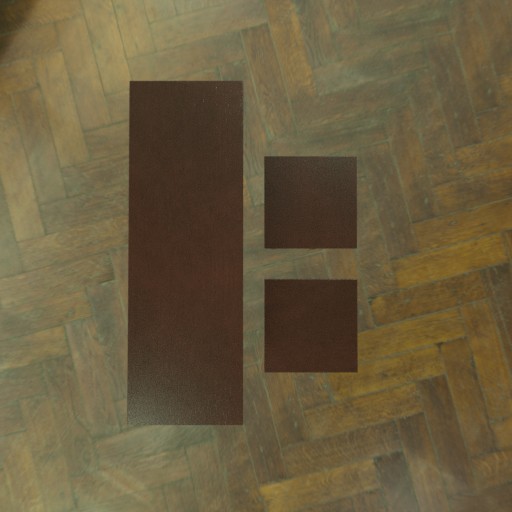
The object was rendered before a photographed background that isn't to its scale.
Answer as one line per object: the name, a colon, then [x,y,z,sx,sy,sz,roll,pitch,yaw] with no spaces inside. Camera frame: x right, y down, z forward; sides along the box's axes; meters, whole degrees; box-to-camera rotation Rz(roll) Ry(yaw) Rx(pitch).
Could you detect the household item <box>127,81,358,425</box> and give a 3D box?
household item: [0.000,0.000,1.708,0.676,1.067,0.914,0,89,0]
